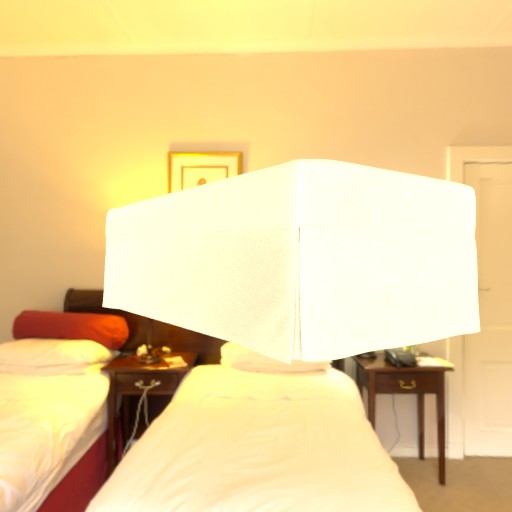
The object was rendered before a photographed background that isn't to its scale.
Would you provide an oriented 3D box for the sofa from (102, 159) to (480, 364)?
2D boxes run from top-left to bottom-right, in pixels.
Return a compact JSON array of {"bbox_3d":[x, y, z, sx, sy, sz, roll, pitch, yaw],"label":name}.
[{"bbox_3d":[0.000,0.000,2.043,0.939,0.552,1.677,0,0,-36],"label":"sofa"}]
